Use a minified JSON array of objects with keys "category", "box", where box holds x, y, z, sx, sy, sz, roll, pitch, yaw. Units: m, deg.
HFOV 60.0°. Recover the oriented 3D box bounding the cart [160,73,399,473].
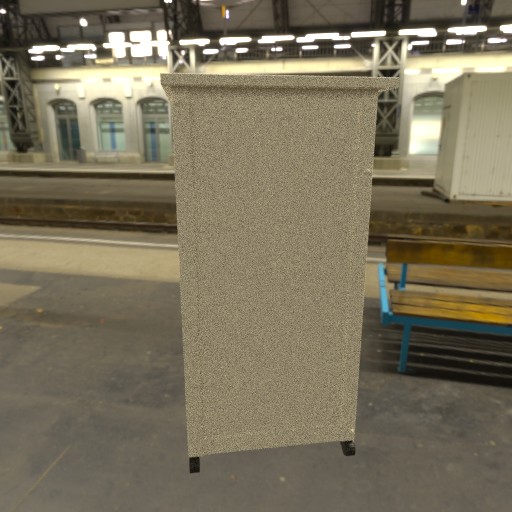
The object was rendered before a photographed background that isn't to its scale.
[{"category":"cart","box":[0.000,0.000,1.243,0.442,0.864,0.683,-2,16,-8]}]
